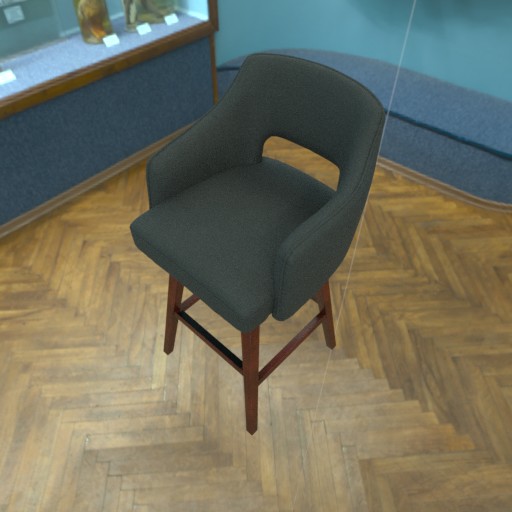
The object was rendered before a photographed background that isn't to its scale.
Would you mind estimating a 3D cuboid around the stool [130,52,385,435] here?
[{"bbox_3d":[0.000,0.000,1.368,0.548,1.012,0.558,35,56,27],"label":"stool"}]
